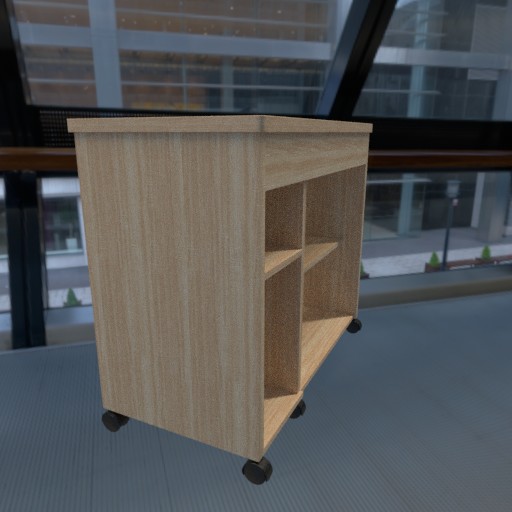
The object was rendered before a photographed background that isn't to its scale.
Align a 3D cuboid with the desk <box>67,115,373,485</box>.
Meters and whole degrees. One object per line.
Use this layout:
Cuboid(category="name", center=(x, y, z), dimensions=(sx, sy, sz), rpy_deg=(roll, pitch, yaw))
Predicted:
Cuboid(category="desk", center=(0.000, 0.000, 1.331), dimensions=(0.480, 0.770, 0.884), rpy_deg=(7, 17, 25))
